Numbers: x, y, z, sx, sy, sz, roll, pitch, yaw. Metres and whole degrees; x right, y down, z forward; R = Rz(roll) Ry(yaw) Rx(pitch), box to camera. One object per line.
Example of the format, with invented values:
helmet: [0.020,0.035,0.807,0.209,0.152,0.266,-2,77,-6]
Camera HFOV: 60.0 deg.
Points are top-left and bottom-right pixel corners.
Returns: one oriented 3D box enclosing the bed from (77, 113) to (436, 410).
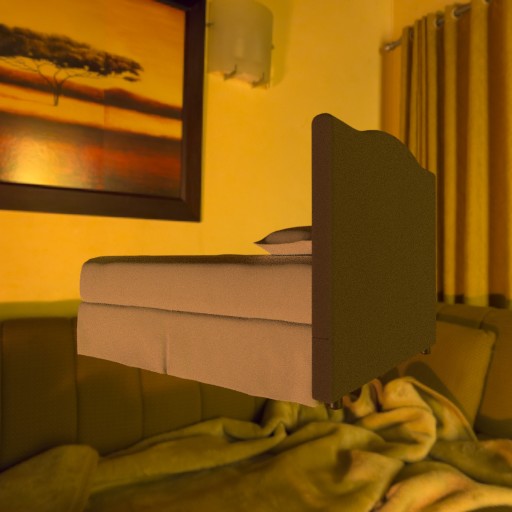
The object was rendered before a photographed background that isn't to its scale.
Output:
bed: [0.000,0.000,3.135,2.036,1.387,1.666,0,0,36]
